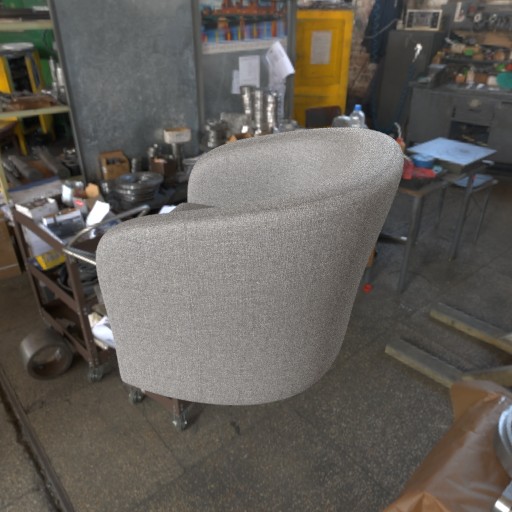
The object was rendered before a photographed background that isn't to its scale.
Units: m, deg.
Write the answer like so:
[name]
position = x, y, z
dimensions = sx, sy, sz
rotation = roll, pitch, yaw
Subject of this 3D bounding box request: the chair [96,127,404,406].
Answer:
[chair]
position = 0.000, 0.000, 1.448
dimensions = 0.815, 0.771, 0.791
rotation = 8, 31, 14
